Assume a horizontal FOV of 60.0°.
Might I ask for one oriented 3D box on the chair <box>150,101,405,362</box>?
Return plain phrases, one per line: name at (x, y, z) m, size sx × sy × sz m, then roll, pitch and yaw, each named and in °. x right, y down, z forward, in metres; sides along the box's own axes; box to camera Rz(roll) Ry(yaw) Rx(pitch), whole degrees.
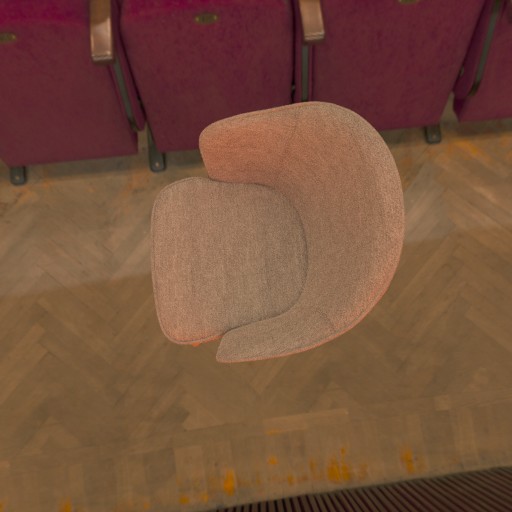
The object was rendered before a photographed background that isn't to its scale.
chair at (0.000, 0.000, 1.165) m, size 0.530 × 0.800 × 0.540 m, roll -6°, pitch 76°, yaw -1°
